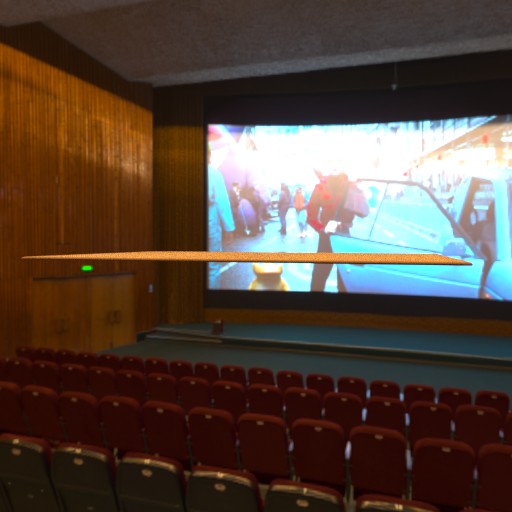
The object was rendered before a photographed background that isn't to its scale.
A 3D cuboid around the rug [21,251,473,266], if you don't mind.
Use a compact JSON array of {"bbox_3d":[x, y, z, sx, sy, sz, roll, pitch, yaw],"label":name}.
[{"bbox_3d":[0.000,0.000,2.058,1.668,0.012,1.061,1,2,17],"label":"rug"}]
